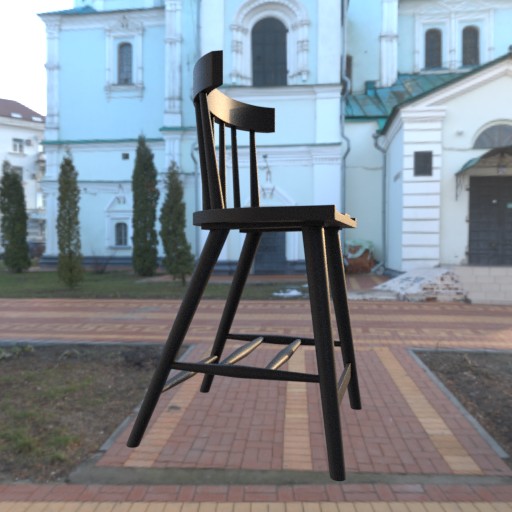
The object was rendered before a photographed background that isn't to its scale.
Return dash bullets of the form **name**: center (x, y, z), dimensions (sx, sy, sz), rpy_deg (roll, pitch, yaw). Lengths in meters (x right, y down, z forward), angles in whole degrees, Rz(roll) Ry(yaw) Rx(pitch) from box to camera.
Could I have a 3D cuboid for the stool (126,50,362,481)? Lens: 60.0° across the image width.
- **stool**: center (0.000, 0.000, 1.238), dimensions (0.549, 0.953, 0.494), rpy_deg (0, 1, 18)
